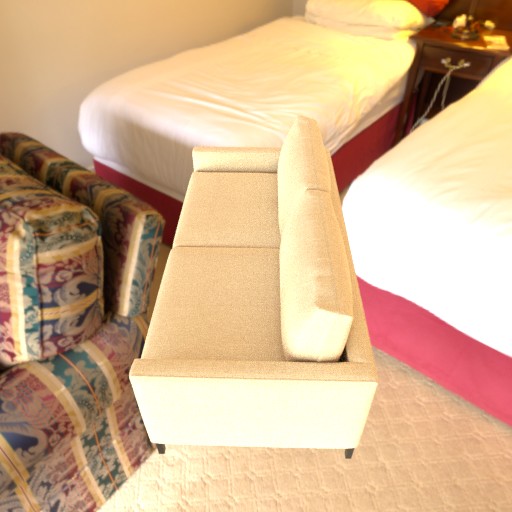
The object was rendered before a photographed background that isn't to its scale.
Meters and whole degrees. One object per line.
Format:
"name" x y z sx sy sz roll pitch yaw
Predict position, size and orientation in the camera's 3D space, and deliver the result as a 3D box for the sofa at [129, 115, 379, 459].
"sofa" 0.000 0.000 2.146 0.839 0.812 1.651 1 41 1
